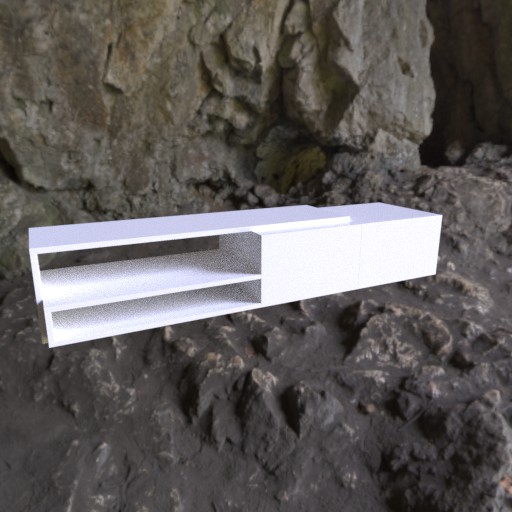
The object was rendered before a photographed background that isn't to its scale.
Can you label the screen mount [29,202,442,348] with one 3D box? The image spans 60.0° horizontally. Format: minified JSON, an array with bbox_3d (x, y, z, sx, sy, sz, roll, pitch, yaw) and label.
[{"bbox_3d":[0.000,0.000,1.870,1.680,0.320,0.420,-8,17,-25],"label":"screen mount"}]
